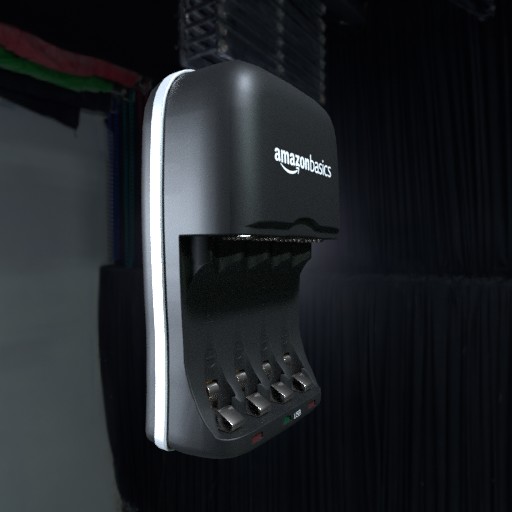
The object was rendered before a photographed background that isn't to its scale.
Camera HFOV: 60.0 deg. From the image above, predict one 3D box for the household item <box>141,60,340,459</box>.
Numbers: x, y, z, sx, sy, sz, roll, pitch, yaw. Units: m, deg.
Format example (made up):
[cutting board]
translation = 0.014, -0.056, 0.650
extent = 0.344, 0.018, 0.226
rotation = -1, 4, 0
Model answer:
[household item]
translation = 0.000, 0.000, 0.147
extent = 0.038, 0.114, 0.070
rotation = 1, 1, 35
